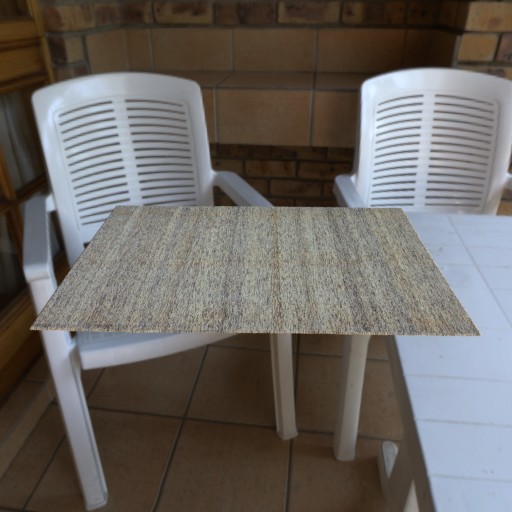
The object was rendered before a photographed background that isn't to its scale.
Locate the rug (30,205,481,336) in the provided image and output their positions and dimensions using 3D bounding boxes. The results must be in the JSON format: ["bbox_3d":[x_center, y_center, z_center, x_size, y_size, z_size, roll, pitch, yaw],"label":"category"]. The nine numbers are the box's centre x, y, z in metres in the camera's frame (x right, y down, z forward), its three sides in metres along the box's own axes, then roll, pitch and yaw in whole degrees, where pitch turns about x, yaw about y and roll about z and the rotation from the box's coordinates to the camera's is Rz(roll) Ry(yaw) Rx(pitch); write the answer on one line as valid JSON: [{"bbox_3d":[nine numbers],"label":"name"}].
[{"bbox_3d":[0.000,0.000,2.330,1.846,0.014,1.243,1,31,1],"label":"rug"}]
